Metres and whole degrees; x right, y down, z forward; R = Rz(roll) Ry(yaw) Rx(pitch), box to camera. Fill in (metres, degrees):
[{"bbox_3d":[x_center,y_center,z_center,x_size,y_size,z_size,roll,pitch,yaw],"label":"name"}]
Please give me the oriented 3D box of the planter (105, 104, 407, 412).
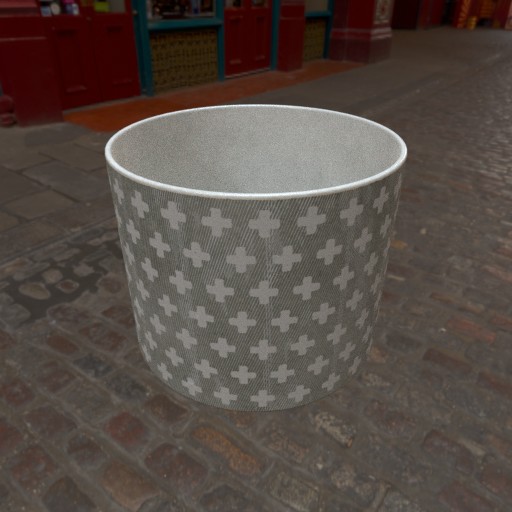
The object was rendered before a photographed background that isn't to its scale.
[{"bbox_3d":[0.000,0.000,0.442,0.250,0.239,0.250,0,31,0],"label":"planter"}]
